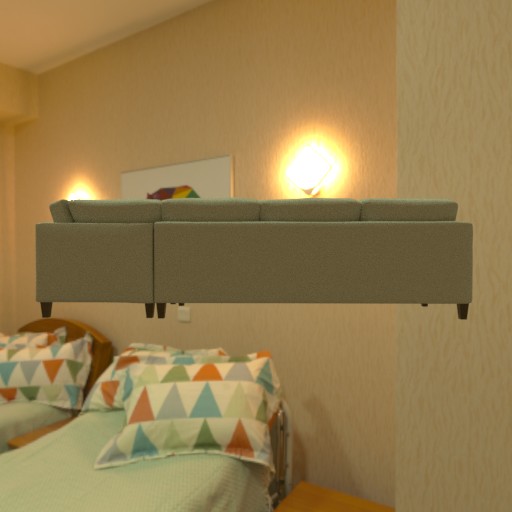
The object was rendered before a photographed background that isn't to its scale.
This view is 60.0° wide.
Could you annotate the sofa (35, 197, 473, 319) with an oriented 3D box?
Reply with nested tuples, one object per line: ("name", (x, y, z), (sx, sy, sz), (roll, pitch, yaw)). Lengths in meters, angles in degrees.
("sofa", (0.000, 0.000, 4.539), (3.333, 0.934, 2.522), (0, 0, 1))
